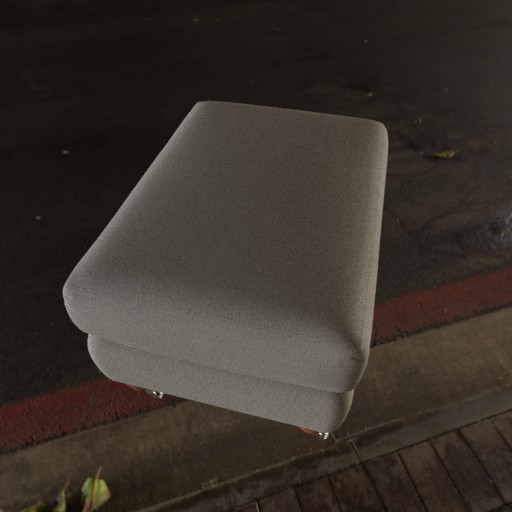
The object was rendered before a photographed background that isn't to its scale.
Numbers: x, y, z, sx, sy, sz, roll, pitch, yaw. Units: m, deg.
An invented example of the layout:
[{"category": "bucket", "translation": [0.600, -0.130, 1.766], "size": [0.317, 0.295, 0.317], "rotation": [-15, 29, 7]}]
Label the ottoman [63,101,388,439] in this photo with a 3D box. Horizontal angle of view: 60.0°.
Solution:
[{"category": "ottoman", "translation": [0.000, 0.000, 1.141], "size": [0.569, 0.504, 0.773], "rotation": [10, 47, 10]}]
